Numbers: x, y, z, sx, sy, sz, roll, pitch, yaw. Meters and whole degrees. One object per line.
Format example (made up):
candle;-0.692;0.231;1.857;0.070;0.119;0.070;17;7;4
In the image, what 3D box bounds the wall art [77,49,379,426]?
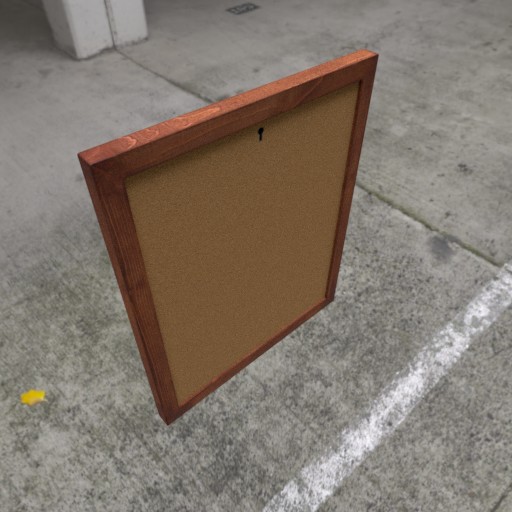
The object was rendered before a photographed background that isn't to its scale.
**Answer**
wall art;0.000;0.000;0.746;0.462;0.558;0.030;-31;52;-29
